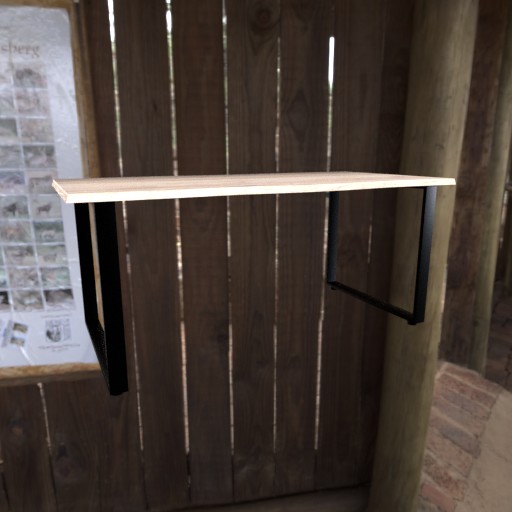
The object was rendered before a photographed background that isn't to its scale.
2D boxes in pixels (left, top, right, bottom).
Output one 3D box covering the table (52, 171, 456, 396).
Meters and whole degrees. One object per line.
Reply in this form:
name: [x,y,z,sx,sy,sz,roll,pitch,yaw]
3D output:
table: [0.000,0.000,2.271,1.800,0.780,0.900,-7,15,-26]
